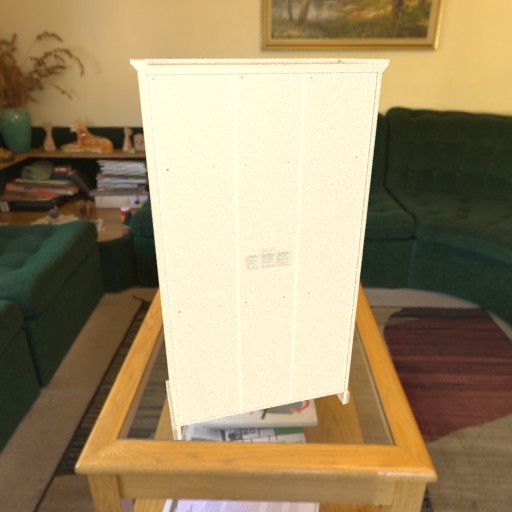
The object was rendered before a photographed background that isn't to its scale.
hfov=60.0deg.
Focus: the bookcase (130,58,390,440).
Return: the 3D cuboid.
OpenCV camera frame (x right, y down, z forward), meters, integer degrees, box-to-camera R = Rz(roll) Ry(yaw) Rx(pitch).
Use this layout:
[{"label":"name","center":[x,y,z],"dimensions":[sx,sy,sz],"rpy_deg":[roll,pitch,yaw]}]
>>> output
[{"label":"bookcase","center":[0.000,0.000,2.316],"dimensions":[1.050,1.880,0.432],"rpy_deg":[-7,25,-14]}]
